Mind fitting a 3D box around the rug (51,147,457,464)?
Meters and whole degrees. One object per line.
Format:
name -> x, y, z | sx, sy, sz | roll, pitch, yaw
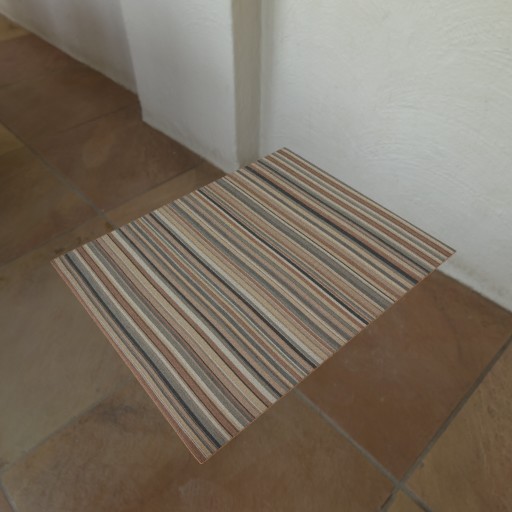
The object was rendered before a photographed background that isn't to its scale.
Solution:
rug -> 0.000, 0.000, 4.241 | 3.045, 0.011, 2.436 | -32, 54, -27
